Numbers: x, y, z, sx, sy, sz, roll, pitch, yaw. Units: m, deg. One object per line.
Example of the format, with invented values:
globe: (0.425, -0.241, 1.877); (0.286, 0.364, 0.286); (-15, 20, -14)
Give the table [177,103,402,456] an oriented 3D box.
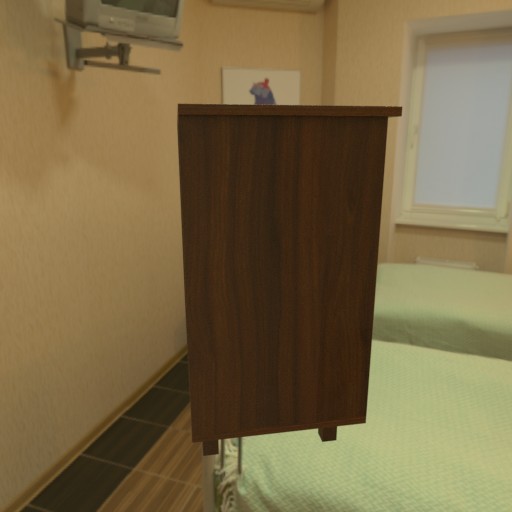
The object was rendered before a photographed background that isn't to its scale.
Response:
table: (0.000, 0.000, 1.205); (0.390, 0.725, 0.802); (-3, 15, -10)
